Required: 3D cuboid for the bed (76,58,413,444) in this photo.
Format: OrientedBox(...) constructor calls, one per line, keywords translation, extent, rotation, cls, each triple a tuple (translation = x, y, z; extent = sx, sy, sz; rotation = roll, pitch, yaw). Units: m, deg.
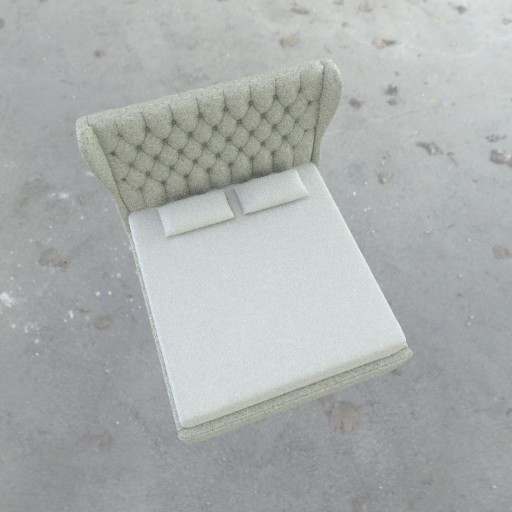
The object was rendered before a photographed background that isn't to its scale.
OrientedBox(translation=(0.000, 0.000, 3.821), extent=(2.219, 1.771, 2.347), rotation=(-17, 63, -9), cls="bed")
